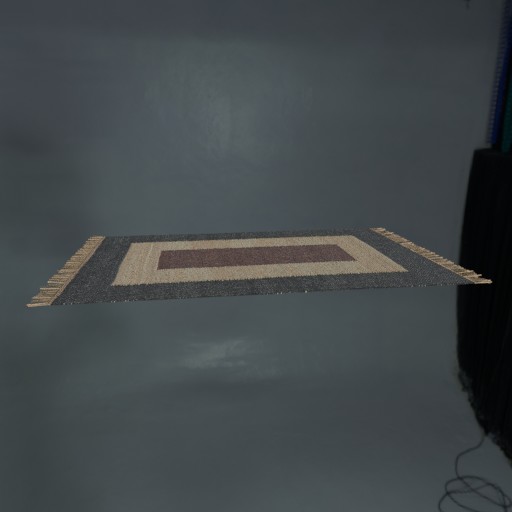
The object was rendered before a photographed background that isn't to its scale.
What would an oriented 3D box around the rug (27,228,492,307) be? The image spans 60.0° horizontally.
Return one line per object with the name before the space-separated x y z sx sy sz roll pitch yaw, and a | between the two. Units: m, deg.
rug | 0.000 0.000 2.458 2.021 0.027 1.224 -2 15 -8
